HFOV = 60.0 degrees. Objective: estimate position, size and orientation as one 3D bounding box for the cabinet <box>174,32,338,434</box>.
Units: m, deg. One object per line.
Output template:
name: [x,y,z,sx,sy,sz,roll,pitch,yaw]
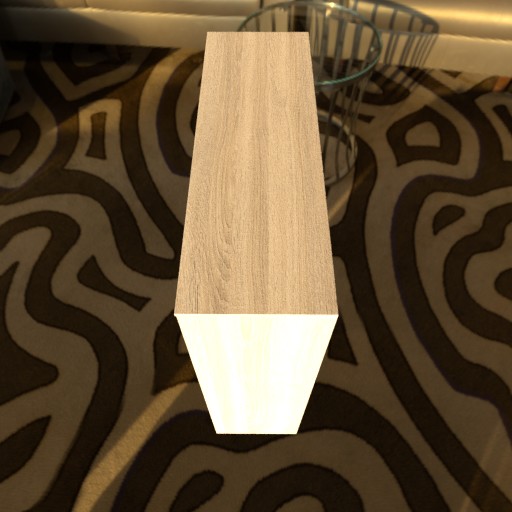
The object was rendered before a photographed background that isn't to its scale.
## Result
cabinet: [0.000,0.000,3.013,0.620,2.060,1.870,0,57,0]
